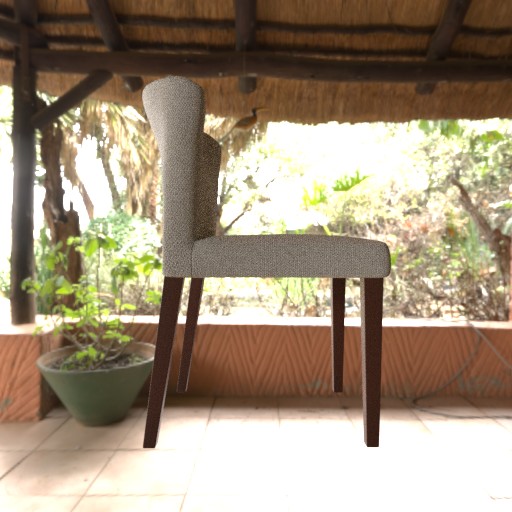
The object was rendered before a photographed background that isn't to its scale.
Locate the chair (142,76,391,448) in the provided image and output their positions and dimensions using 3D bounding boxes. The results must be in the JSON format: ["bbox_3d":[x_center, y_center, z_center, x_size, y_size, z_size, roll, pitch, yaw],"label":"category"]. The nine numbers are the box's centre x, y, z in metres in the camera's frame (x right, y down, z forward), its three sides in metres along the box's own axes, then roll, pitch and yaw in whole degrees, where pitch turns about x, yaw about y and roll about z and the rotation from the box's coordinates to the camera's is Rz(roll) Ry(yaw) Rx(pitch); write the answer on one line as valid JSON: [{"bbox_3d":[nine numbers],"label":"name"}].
[{"bbox_3d":[0.000,0.000,1.185,0.589,0.839,0.491,0,-1,0],"label":"chair"}]
